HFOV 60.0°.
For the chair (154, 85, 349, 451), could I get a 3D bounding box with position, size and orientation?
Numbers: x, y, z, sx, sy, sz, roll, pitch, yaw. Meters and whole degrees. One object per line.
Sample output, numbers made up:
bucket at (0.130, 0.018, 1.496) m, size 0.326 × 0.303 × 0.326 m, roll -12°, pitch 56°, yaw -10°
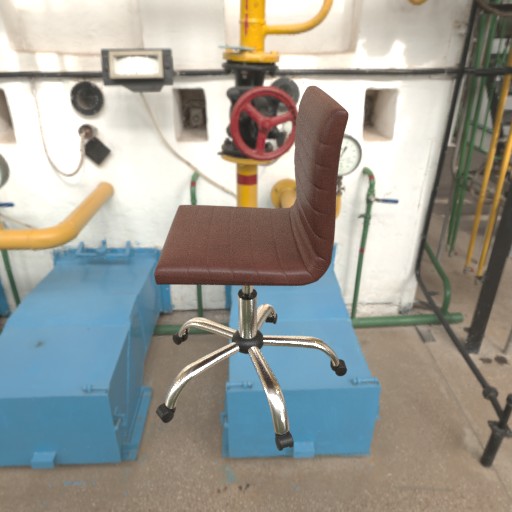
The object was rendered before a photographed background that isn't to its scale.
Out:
chair at (0.000, 0.000, 1.125) m, size 0.530 × 0.780 × 0.556 m, roll -1°, pitch 27°, yaw -1°
